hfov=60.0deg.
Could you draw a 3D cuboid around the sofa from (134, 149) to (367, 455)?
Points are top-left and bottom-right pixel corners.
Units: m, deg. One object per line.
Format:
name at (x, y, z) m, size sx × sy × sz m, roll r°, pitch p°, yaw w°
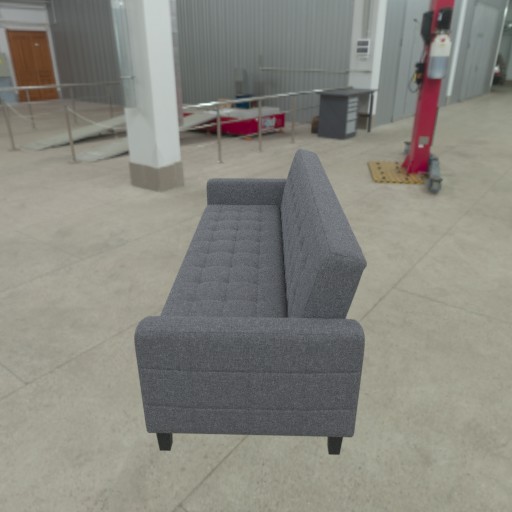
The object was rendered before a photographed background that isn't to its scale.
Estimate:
sofa at (0.000, 0.000, 2.469) m, size 0.810 × 0.850 × 2.040 m, roll 1°, pitch 25°, yaw 1°
